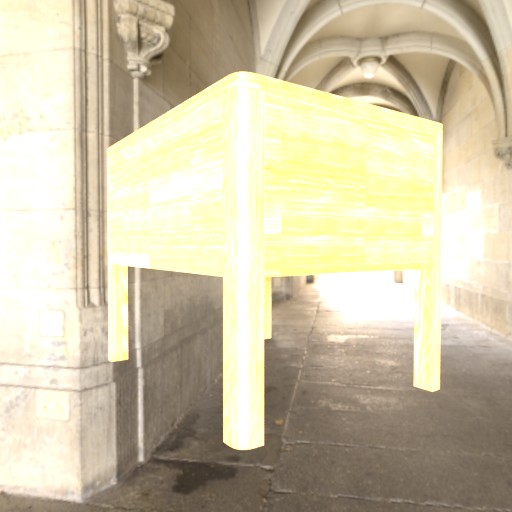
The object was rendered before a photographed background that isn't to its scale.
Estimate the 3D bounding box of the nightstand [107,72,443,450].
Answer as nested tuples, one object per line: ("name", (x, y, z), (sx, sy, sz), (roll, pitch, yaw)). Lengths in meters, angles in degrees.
("nightstand", (0.000, 0.000, 0.897), (0.440, 0.470, 0.560), (-1, 2, -35))
